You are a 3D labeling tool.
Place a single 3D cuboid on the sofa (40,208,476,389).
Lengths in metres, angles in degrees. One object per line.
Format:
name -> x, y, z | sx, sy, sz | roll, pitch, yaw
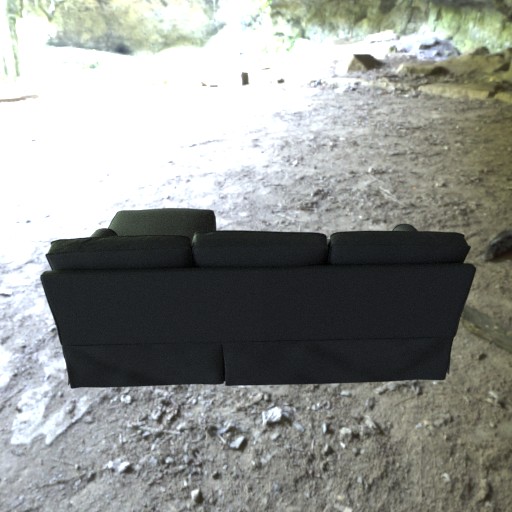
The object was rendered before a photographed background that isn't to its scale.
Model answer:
sofa -> 0.000, 0.000, 3.348 | 2.518, 1.039, 1.637 | -1, 30, -2
